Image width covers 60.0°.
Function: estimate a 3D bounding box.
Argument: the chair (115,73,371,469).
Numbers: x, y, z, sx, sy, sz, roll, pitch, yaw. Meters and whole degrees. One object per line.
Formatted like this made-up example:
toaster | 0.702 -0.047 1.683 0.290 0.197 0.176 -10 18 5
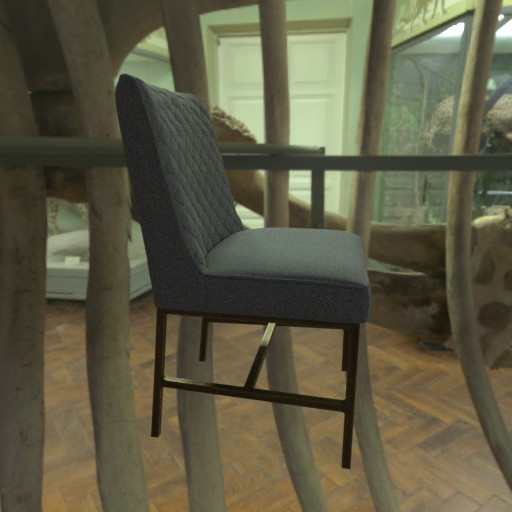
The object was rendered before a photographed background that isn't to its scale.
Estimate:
chair | 0.000 0.000 1.205 0.587 0.889 0.508 3 15 10
